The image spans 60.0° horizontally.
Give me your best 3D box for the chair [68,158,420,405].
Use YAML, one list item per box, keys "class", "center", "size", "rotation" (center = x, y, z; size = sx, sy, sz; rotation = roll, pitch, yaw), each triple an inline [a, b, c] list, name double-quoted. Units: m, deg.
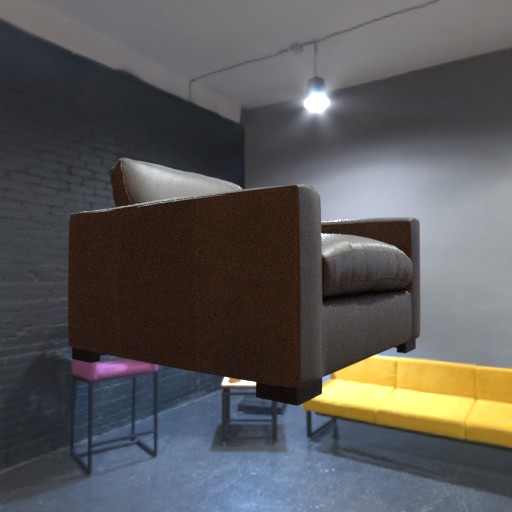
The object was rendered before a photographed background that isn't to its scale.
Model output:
- class: "chair"
  center: [0.000, 0.000, 1.841]
  size: [1.080, 0.807, 1.106]
  rotation: [-1, -2, 36]
